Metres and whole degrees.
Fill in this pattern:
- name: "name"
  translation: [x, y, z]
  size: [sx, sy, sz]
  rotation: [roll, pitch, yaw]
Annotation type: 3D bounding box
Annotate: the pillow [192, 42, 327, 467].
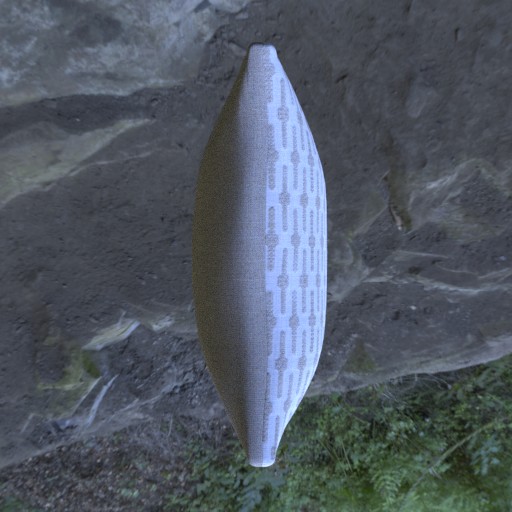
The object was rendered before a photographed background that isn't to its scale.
- name: "pillow"
  translation: [0.000, 0.000, 0.756]
  size: [0.219, 0.491, 0.496]
  rotation: [0, 89, 1]
